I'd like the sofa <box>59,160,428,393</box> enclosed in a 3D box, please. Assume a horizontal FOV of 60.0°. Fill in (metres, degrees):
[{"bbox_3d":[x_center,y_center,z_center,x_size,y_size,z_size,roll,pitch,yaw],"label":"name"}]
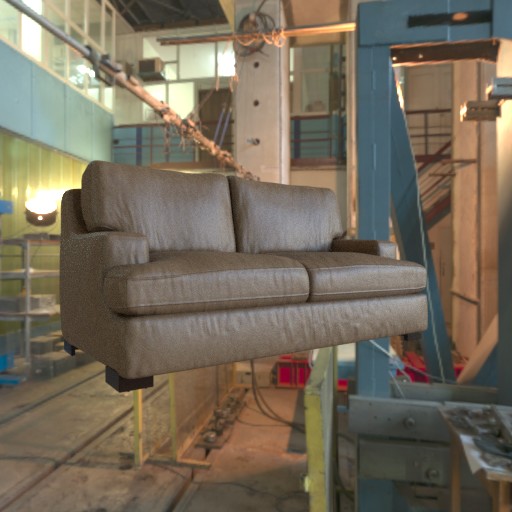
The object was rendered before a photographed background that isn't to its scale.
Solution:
[{"bbox_3d":[0.000,0.000,2.435,1.855,0.980,0.962,0,0,-35],"label":"sofa"}]
